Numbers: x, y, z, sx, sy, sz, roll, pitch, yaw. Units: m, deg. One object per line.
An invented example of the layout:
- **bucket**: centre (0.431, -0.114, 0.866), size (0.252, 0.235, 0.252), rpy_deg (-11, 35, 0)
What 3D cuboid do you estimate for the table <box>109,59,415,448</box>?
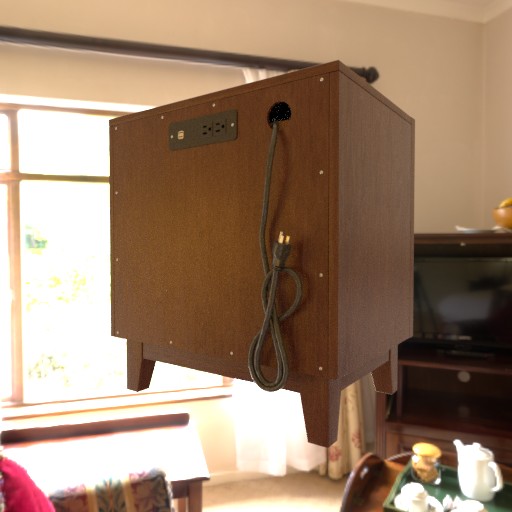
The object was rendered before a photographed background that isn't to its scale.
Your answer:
- **table**: centre (0.000, 0.000, 0.981), size (0.557, 0.609, 0.449), rpy_deg (1, 2, 35)
